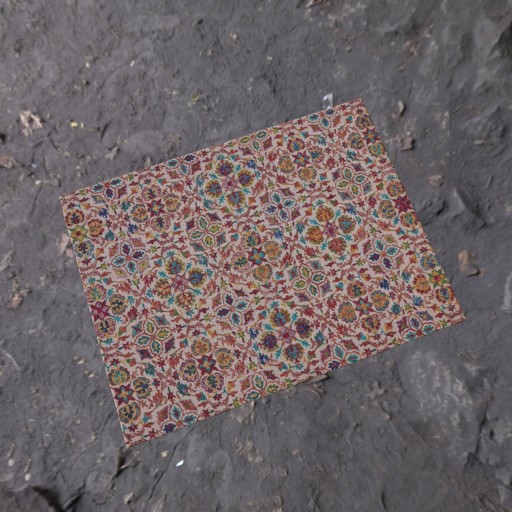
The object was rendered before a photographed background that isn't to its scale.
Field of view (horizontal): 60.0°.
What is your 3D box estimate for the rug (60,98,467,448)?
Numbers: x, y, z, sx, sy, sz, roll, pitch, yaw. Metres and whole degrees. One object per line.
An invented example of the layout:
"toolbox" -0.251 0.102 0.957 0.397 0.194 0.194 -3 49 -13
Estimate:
"rug" 0.000 0.000 4.189 3.215 0.020 2.446 -19 76 -5
